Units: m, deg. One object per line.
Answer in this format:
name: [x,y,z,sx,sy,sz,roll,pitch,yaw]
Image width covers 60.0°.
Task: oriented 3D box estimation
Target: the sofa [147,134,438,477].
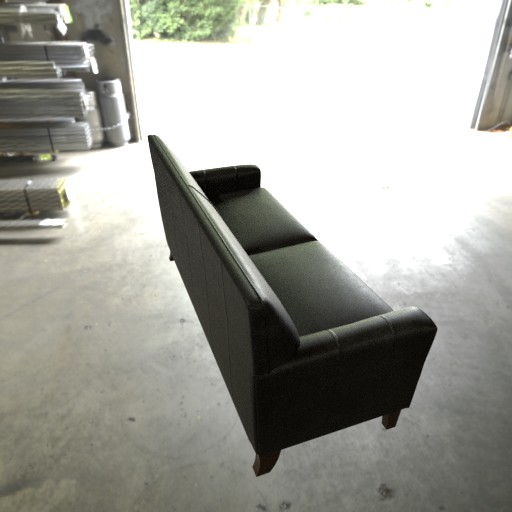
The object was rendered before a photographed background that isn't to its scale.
sofa: [0.000,0.000,2.495,0.805,0.947,2.053,-11,32,-18]
